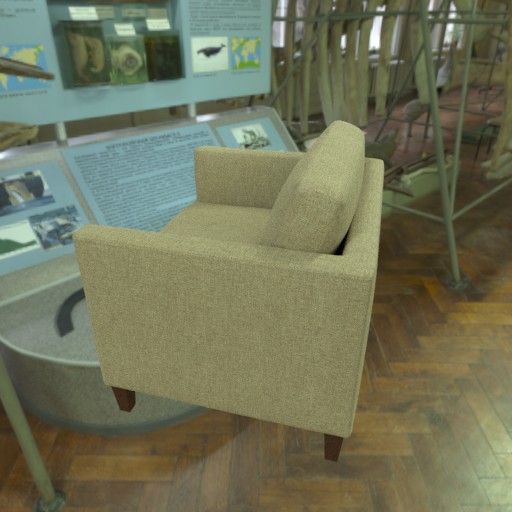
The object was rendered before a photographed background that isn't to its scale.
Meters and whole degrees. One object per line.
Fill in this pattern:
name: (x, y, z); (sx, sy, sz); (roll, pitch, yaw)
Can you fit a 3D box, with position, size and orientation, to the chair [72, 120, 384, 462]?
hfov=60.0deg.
chair: (0.000, 0.000, 1.849); (0.959, 0.987, 1.107); (8, 30, 14)
